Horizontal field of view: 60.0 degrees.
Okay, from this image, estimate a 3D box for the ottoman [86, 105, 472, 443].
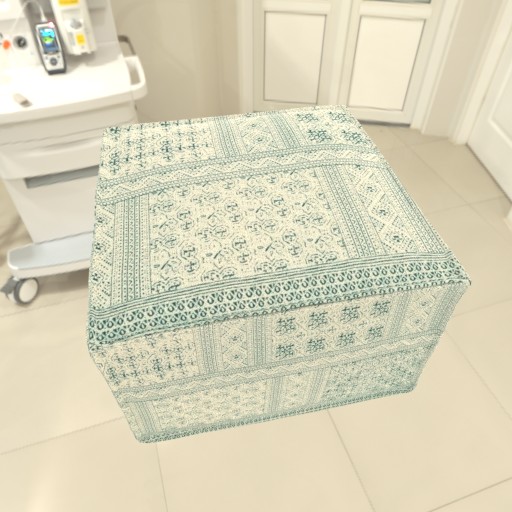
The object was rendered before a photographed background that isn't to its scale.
[{"bbox_3d":[0.000,0.000,1.014,0.626,0.439,0.617,-8,47,-8],"label":"ottoman"}]
